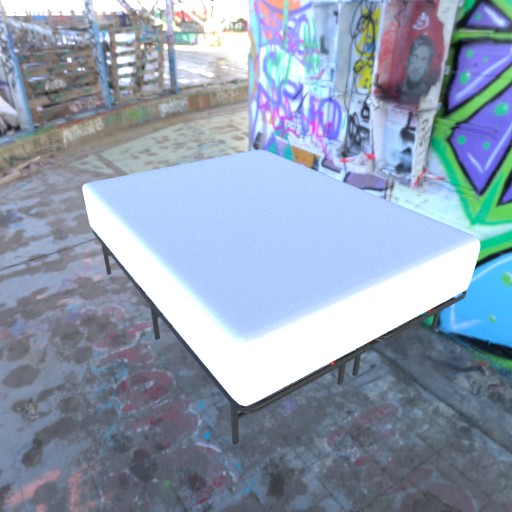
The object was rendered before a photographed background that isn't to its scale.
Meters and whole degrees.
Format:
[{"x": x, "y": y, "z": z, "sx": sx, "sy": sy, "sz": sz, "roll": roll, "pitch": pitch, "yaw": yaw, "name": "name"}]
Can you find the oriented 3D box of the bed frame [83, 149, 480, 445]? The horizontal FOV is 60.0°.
[{"x": 0.000, "y": 0.000, "z": 2.819, "sx": 1.528, "sy": 0.677, "sz": 2.037, "roll": -19, "pitch": 35, "yaw": -29, "name": "bed frame"}]
